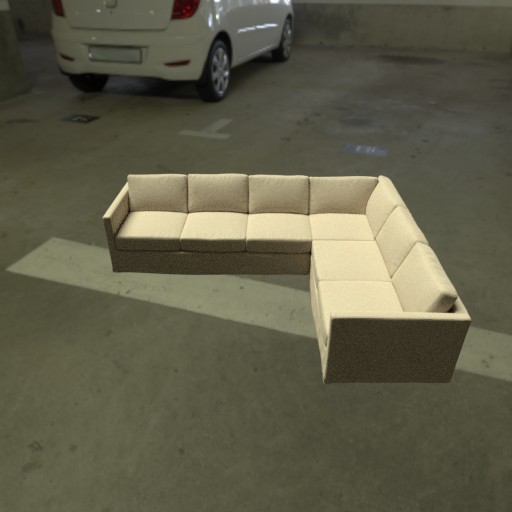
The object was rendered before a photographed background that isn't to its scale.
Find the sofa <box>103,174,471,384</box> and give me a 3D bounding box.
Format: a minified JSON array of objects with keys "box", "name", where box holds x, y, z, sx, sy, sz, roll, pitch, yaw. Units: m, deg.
[{"box":[0.000,0.000,4.363,3.182,0.871,2.432,1,32,2],"name":"sofa"}]
